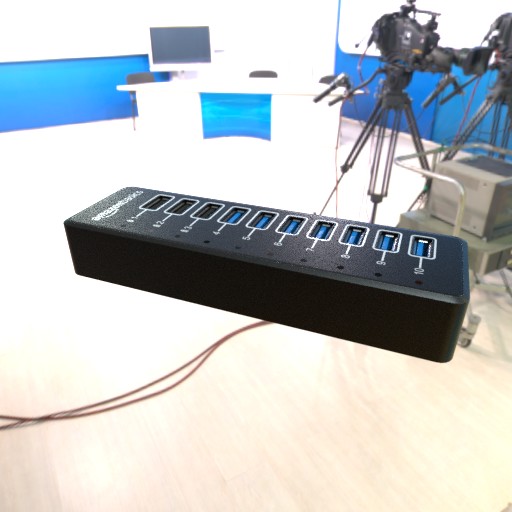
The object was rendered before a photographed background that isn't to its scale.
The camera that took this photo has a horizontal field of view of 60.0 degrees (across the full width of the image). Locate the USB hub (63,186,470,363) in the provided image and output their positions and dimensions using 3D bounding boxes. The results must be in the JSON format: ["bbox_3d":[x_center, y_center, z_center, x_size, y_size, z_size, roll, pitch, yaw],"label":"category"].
[{"bbox_3d":[0.000,0.000,0.168,0.145,0.023,0.044,11,32,19],"label":"USB hub"}]
